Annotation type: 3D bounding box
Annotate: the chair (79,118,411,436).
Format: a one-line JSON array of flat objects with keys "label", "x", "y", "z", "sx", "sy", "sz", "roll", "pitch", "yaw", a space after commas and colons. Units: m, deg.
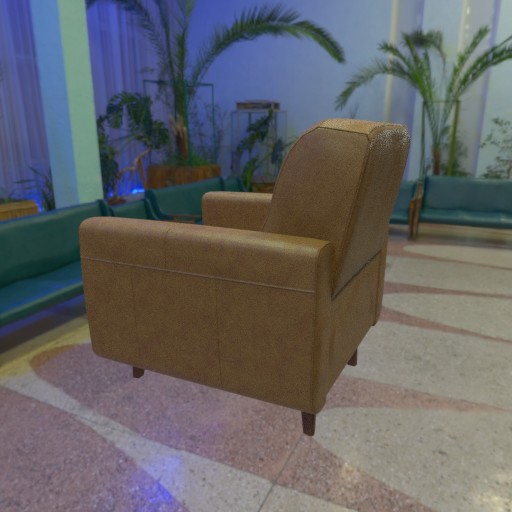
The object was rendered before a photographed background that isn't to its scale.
[{"label": "chair", "x": 0.000, "y": 0.000, "z": 1.643, "sx": 0.942, "sy": 0.968, "sz": 0.845, "roll": 8, "pitch": 18, "yaw": 27}]
